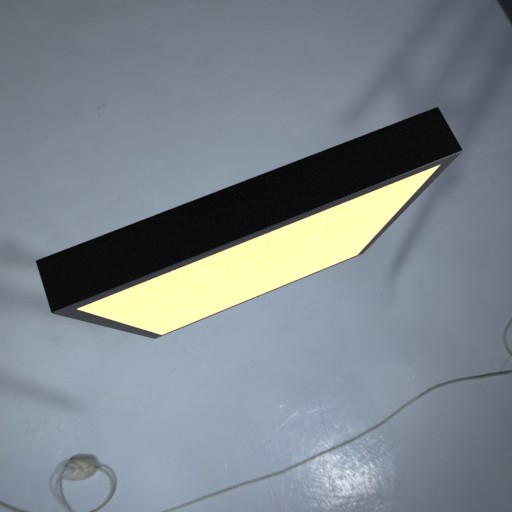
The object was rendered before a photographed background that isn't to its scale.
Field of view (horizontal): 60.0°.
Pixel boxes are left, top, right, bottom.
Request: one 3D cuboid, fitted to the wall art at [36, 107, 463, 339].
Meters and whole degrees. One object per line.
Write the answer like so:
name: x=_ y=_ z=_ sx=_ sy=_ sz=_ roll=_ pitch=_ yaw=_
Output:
wall art: x=0.000 y=0.000 z=0.454 sx=0.304 sy=0.304 sz=0.038 roll=-22 pitch=77 yaw=-5
